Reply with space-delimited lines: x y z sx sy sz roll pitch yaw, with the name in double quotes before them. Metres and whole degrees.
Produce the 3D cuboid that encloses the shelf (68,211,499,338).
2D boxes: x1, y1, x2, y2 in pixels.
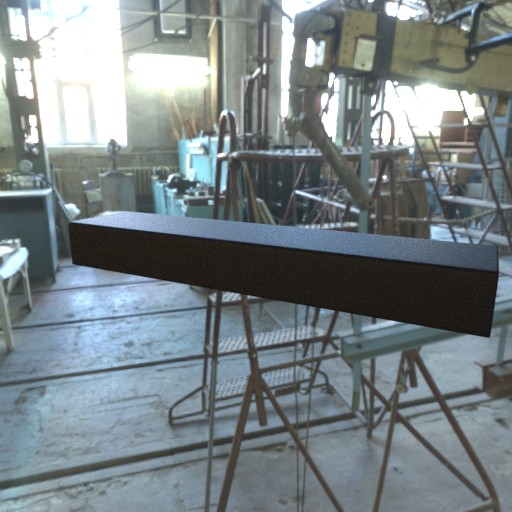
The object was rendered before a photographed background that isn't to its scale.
"shelf" 0.000 0.000 0.477 0.456 0.053 0.102 7 16 27
